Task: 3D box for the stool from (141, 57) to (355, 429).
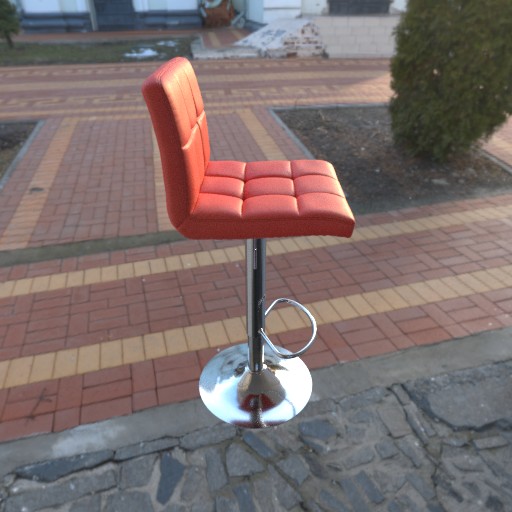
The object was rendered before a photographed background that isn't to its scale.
[{"bbox_3d":[0.000,0.000,1.393,0.505,1.115,0.430,0,31,0],"label":"stool"}]
